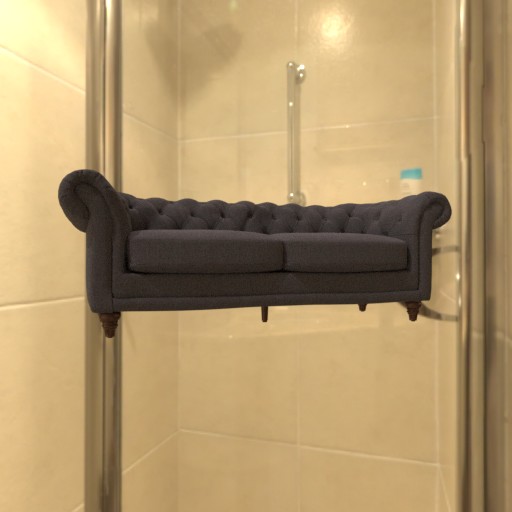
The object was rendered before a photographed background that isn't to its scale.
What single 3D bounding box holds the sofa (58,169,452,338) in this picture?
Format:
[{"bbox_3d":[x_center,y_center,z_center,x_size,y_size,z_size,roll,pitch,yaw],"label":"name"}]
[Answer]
[{"bbox_3d":[0.000,0.000,2.913,2.335,0.836,1.046,0,-1,-19],"label":"sofa"}]
